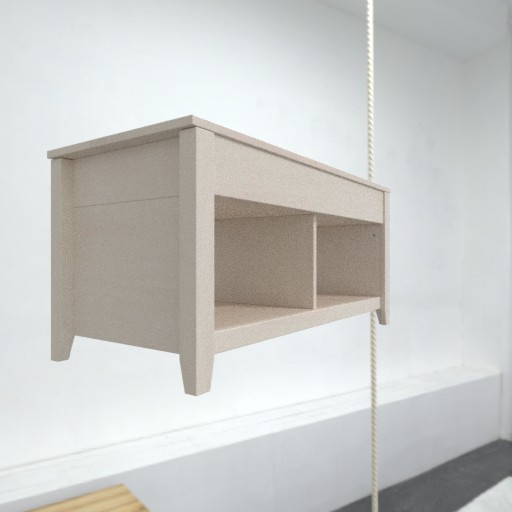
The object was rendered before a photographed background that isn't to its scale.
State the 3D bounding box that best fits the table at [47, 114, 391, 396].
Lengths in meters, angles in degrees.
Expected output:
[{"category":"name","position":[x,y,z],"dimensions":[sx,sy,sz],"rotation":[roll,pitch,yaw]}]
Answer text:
[{"category":"table","position":[0.000,0.000,1.300],"dimensions":[0.457,0.483,1.016],"rotation":[0,0,35]}]
